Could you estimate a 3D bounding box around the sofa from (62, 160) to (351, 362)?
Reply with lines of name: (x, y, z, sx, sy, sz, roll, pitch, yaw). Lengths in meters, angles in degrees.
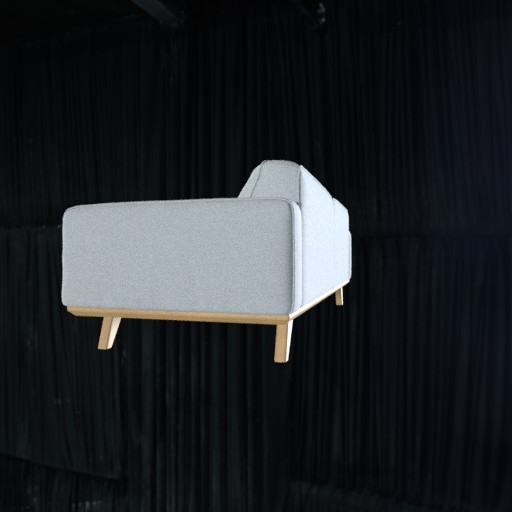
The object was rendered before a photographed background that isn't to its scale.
sofa: (0.000, 0.000, 2.694, 0.956, 0.781, 2.270, 0, 0, 17)
